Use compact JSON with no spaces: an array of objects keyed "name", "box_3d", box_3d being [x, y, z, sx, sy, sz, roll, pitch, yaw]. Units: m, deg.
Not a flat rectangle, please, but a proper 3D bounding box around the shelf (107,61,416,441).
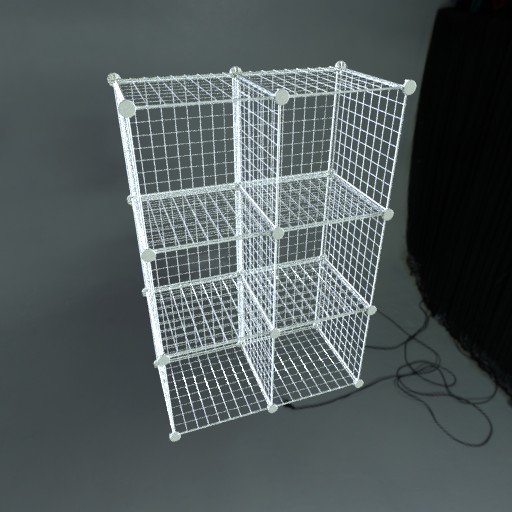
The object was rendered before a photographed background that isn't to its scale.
[{"name":"shelf","box_3d":[0.000,0.000,1.403,0.711,1.067,0.356,-10,33,-17]}]
